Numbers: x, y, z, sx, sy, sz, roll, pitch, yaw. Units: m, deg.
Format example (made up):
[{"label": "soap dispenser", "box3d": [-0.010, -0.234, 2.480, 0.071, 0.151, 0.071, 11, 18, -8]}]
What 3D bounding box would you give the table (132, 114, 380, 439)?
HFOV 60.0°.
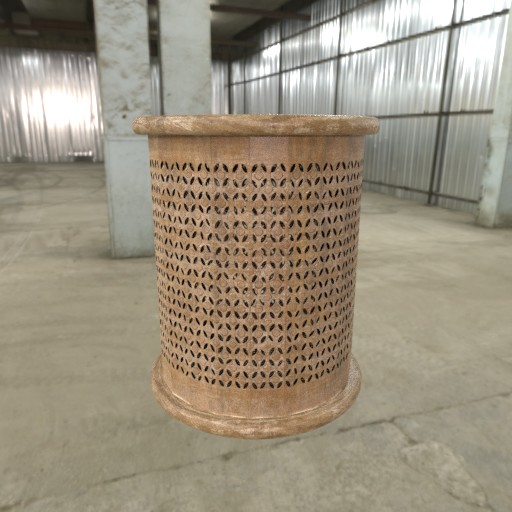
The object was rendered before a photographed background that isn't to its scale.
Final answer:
[{"label": "table", "box3d": [0.000, 0.000, 0.814, 0.407, 0.482, 0.407, 0, 16, 0]}]
